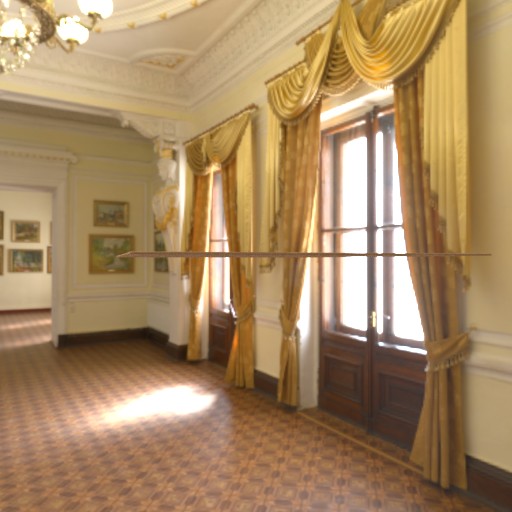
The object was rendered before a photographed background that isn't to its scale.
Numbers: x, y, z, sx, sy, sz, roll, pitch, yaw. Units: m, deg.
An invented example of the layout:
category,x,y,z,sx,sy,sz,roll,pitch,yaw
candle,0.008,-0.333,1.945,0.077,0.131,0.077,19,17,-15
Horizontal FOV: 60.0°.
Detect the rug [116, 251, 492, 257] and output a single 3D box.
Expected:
category,x,y,z,sx,sy,sz,roll,pitch,yaw
rug,0.000,0.000,3.903,2.288,0.018,2.895,0,-1,-19
